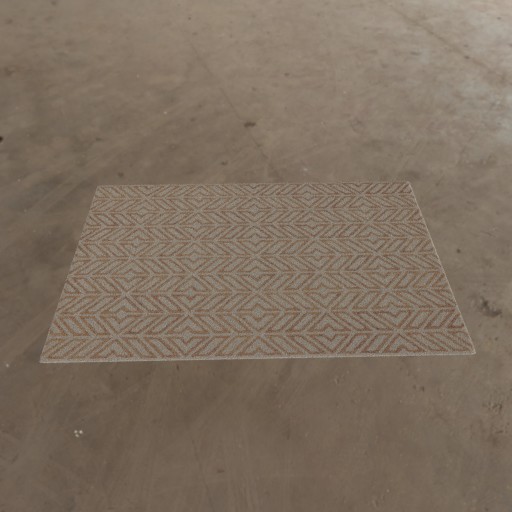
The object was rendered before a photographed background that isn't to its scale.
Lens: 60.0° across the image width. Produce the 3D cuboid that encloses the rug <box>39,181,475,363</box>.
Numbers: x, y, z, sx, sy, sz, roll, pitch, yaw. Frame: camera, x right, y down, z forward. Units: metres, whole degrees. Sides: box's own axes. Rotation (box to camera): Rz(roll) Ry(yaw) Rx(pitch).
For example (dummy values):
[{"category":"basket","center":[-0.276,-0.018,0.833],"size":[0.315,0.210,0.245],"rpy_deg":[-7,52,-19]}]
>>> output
[{"category":"rug","center":[0.000,0.000,2.969],"size":[2.438,0.008,1.523],"rpy_deg":[-1,48,-1]}]
